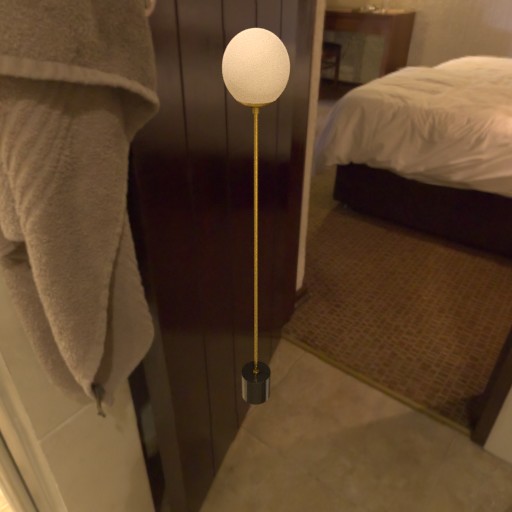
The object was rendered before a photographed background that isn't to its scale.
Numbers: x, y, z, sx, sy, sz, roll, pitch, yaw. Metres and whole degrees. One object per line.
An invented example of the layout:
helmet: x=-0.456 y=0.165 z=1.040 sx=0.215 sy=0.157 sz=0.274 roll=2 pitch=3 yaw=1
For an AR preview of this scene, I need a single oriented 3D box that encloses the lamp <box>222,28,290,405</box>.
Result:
lamp: x=0.000 y=0.000 z=1.903 sx=0.229 sy=1.748 sz=0.229 roll=0 pitch=33 yaw=1
